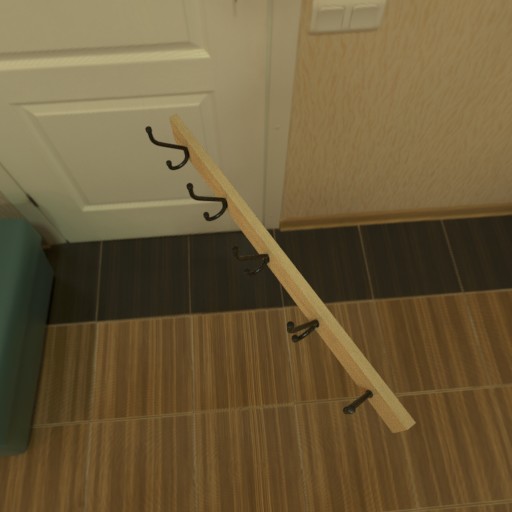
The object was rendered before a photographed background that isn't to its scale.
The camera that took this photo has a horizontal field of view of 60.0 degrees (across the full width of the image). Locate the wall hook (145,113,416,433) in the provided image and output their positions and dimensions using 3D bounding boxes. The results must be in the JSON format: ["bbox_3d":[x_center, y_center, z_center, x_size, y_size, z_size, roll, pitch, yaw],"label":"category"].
[{"bbox_3d":[0.000,0.000,0.616,0.071,0.117,0.571,-31,69,-14],"label":"wall hook"}]
